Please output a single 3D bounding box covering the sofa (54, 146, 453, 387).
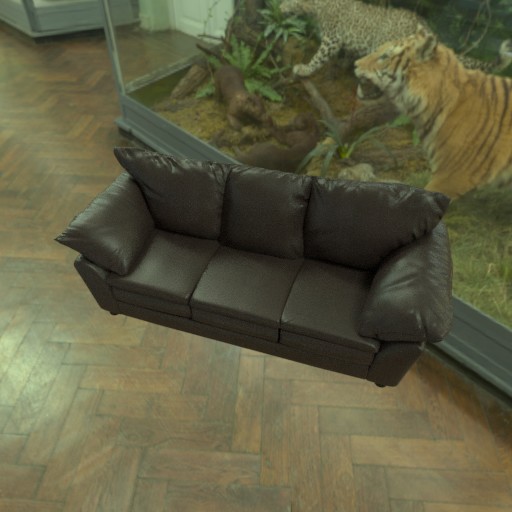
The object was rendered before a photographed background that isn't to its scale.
[{"bbox_3d":[0.000,0.000,2.923,2.390,1.091,0.907,12,43,13],"label":"sofa"}]
